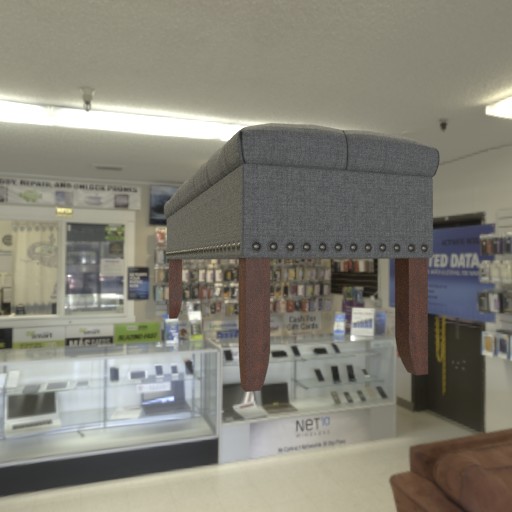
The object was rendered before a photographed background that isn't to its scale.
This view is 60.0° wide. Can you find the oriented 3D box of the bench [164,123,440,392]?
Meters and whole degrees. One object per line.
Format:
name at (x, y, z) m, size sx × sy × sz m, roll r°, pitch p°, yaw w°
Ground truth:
bench at (0.000, 0.000, 1.290) m, size 0.417 × 0.470 × 1.052 m, roll 0°, pitch -1°, yaw -18°
